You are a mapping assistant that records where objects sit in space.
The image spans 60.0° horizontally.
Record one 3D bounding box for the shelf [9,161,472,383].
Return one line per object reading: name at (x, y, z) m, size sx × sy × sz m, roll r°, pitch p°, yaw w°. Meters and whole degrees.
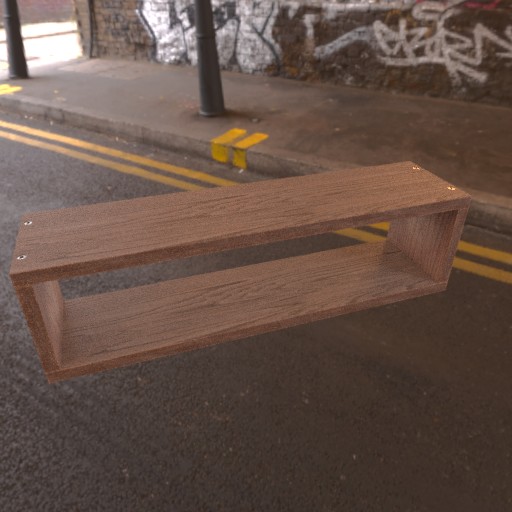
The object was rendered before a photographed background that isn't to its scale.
shelf at (0.000, 0.000, 0.663) m, size 0.610 × 0.170 × 0.150 m, roll -10°, pitch 34°, yaw -16°
